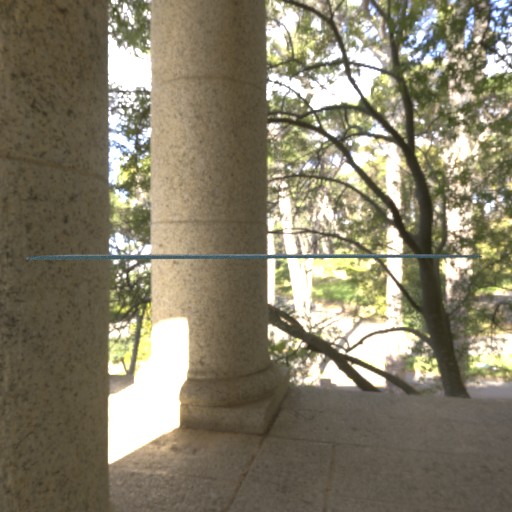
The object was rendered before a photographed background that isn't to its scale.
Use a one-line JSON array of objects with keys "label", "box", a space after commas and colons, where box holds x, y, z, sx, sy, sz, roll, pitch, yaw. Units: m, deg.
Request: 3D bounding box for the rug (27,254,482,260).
[{"label": "rug", "box": [0.000, 0.000, 1.426, 1.219, 0.007, 0.604, 0, 1, -16]}]
